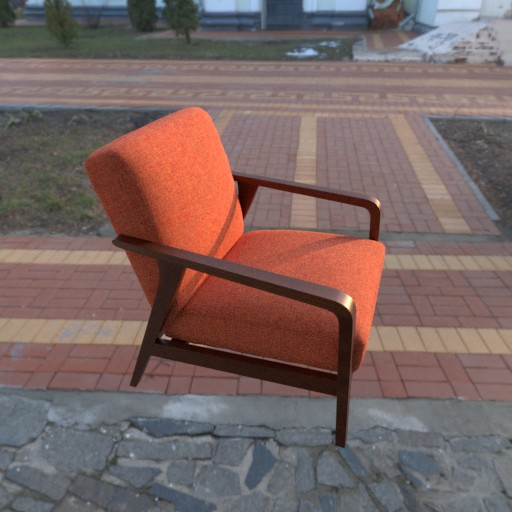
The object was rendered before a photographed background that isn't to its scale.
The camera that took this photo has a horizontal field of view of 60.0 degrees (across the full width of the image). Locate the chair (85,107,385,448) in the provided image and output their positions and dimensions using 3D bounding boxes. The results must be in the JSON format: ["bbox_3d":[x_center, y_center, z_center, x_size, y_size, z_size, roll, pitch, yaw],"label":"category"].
[{"bbox_3d":[0.000,0.000,1.570,0.860,0.890,0.719,10,32,16],"label":"chair"}]
